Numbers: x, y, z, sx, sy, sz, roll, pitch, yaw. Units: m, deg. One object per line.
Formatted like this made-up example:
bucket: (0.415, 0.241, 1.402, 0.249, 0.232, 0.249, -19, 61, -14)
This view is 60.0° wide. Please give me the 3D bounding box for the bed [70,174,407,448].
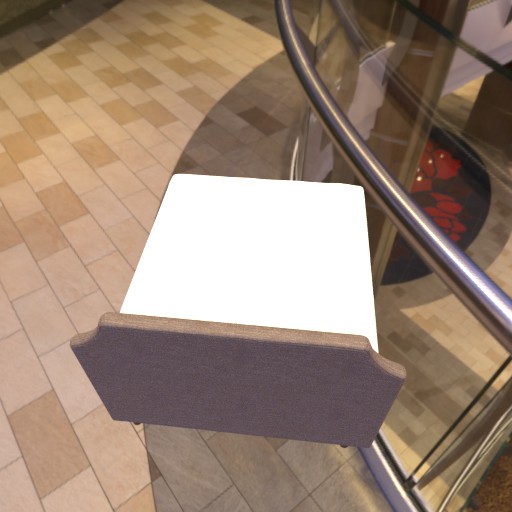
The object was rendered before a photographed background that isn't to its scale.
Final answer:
bed: (0.000, 0.000, 4.132, 2.350, 1.590, 2.773, 5, 47, 4)
